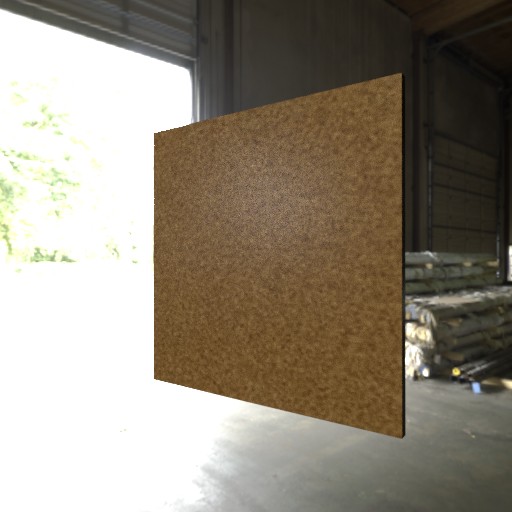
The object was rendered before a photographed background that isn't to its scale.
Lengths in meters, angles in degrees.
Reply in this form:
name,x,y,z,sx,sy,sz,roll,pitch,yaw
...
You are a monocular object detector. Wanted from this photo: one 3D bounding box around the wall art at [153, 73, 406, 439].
name,x,y,z,sx,sy,sz,roll,pitch,yaw
wall art,0.000,0.000,0.673,0.446,0.445,0.014,0,0,36
